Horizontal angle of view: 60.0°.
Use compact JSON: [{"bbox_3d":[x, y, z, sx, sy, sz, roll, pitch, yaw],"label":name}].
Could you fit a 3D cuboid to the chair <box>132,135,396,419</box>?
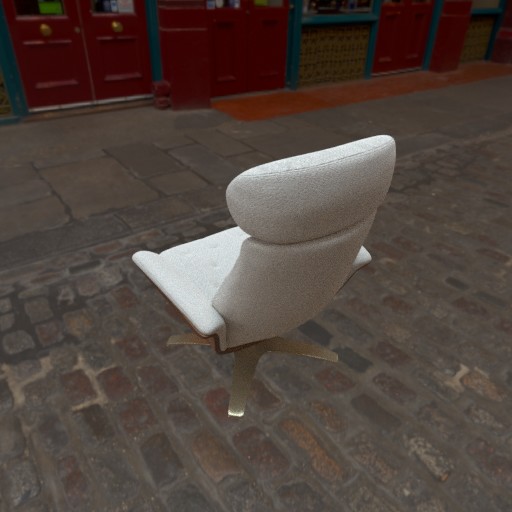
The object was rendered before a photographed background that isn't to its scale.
[{"bbox_3d":[0.000,0.000,1.620,0.785,0.995,0.837,-21,37,-30],"label":"chair"}]
